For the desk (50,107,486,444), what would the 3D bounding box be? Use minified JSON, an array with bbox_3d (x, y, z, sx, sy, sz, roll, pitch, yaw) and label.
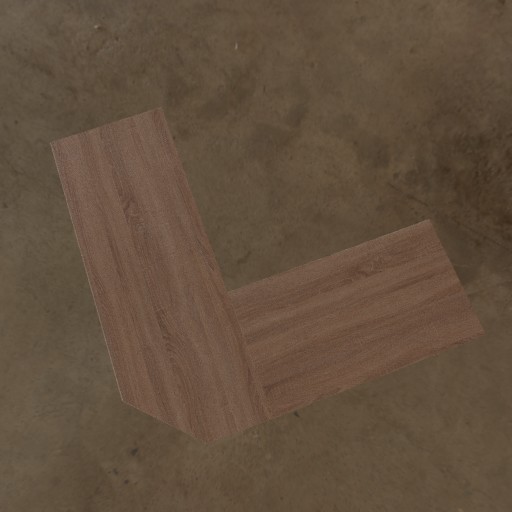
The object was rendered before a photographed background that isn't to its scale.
[{"bbox_3d":[0.000,0.000,2.163,1.379,0.739,1.379,-20,76,-5],"label":"desk"}]
